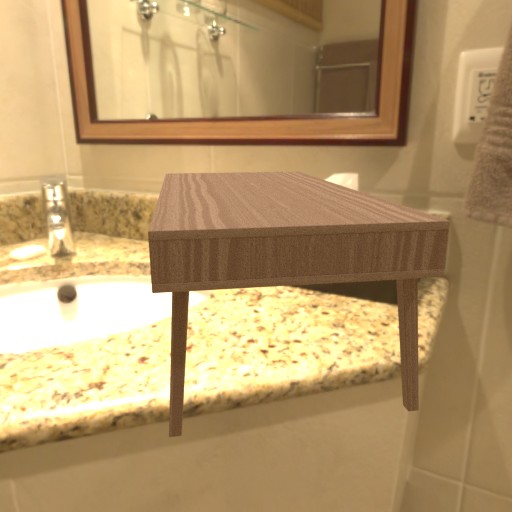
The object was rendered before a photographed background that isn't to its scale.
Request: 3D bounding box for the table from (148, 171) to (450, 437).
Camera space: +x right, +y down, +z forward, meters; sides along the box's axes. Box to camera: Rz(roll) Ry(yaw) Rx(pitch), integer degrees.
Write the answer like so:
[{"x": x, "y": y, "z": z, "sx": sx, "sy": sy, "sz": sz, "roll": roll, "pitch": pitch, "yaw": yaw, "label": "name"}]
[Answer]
[{"x": 0.000, "y": 0.000, "z": 1.482, "sx": 0.600, "sy": 0.450, "sz": 1.200, "roll": -3, "pitch": 16, "yaw": -9, "label": "table"}]
